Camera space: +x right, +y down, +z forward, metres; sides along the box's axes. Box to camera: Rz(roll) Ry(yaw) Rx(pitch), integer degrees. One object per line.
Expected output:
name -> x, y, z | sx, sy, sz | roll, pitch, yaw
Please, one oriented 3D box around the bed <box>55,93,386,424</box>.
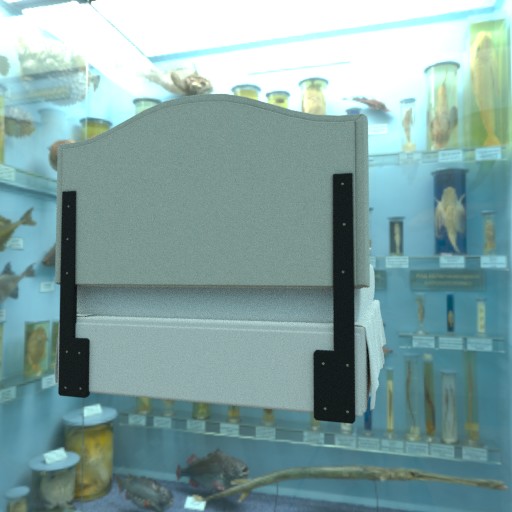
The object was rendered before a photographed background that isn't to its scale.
bed -> 0.000, 0.000, 3.288 | 1.813, 1.607, 2.180 | -1, -2, 17
